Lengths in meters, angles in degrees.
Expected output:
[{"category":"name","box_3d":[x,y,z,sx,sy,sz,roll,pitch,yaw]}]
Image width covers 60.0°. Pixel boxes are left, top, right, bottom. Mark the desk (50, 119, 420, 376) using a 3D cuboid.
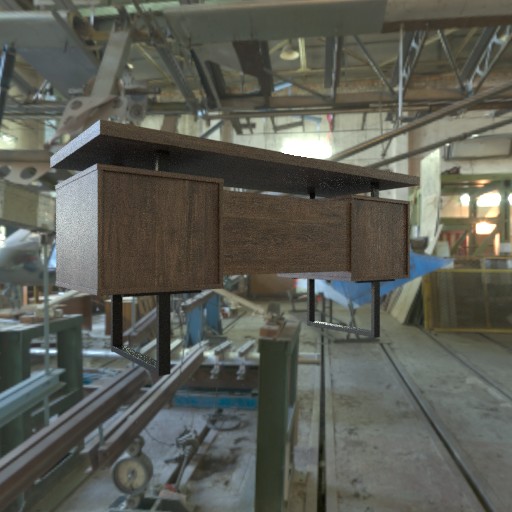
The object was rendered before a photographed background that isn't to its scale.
[{"category":"desk","box_3d":[0.000,0.000,1.920,1.524,0.760,0.600,0,0,-37]}]
